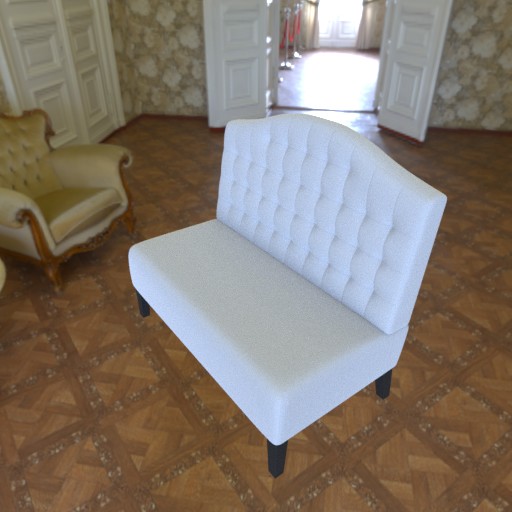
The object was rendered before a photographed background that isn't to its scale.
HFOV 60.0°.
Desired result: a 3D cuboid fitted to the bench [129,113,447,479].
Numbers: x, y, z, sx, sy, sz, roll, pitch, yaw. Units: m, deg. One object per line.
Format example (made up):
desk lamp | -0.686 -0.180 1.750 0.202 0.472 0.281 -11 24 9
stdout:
bench | 0.000 0.000 2.108 0.815 1.180 1.335 -21 38 -31
